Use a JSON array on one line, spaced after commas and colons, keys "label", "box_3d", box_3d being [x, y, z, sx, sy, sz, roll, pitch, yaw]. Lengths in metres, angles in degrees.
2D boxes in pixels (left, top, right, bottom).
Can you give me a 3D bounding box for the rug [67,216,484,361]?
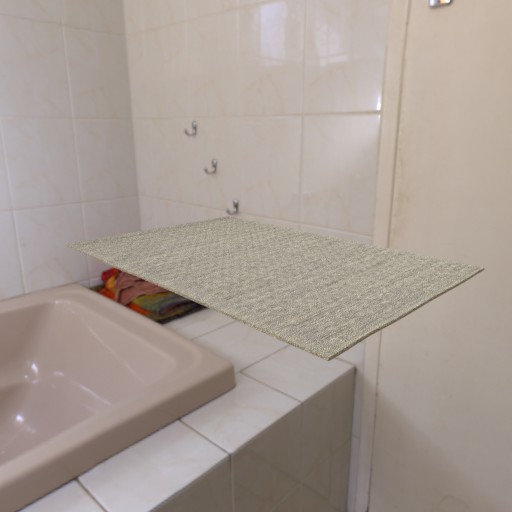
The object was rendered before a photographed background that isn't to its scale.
[{"label": "rug", "box_3d": [0.000, 0.000, 2.883, 1.532, 0.018, 2.297, -15, 22, -43]}]
